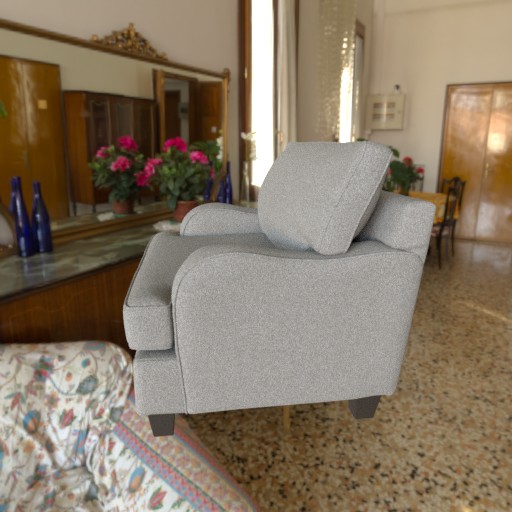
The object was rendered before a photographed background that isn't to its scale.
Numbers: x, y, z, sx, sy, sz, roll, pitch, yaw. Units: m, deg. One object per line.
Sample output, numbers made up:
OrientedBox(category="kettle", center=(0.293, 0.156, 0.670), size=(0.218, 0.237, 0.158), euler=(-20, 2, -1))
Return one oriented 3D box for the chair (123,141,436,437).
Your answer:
OrientedBox(category="chair", center=(0.000, 0.000, 2.021), size=(1.040, 1.016, 1.220), euler=(-2, 14, -8))
